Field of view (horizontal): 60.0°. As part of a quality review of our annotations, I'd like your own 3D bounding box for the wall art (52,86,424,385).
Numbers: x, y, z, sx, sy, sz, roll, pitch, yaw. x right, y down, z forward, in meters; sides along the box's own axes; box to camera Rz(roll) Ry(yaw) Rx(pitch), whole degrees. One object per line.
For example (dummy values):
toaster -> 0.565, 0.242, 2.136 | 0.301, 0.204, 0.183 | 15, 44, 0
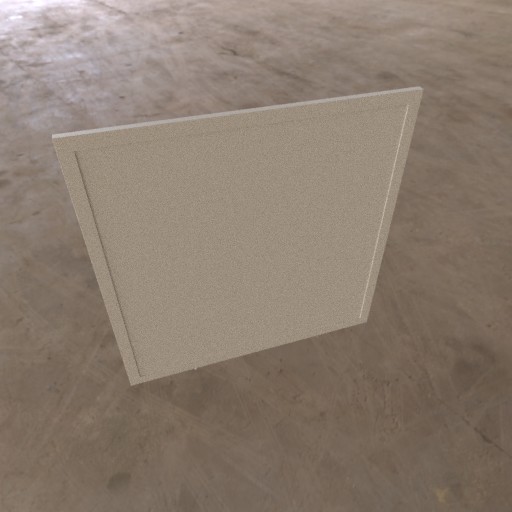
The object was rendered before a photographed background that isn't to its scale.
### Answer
wall art -> 0.000, 0.000, 0.975 | 0.660, 0.660, 0.015 | -12, 42, -14
